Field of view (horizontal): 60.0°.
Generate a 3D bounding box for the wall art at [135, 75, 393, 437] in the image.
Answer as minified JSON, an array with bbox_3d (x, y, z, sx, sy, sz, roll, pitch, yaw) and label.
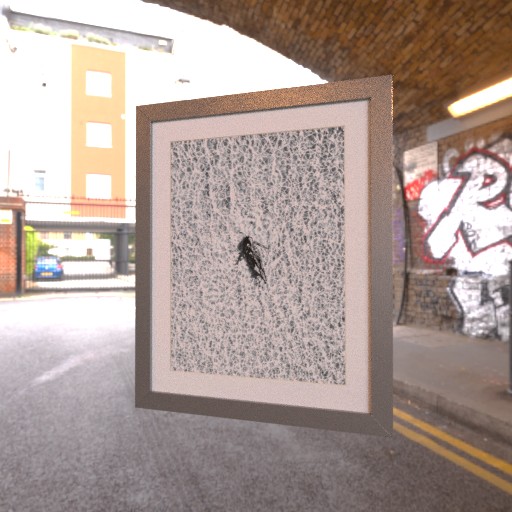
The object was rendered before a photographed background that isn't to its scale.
[{"bbox_3d":[0.000,0.000,0.524,0.308,0.379,0.030,0,0,18],"label":"wall art"}]
